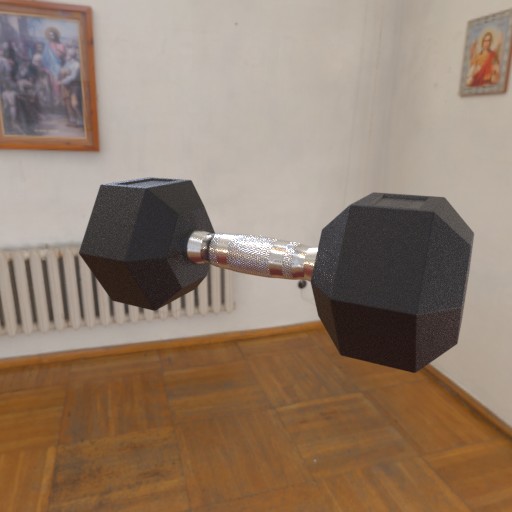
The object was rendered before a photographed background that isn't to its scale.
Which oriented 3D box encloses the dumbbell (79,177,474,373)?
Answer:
[{"bbox_3d":[0.000,0.000,0.412,0.356,0.123,0.141,8,18,27],"label":"dumbbell"}]
